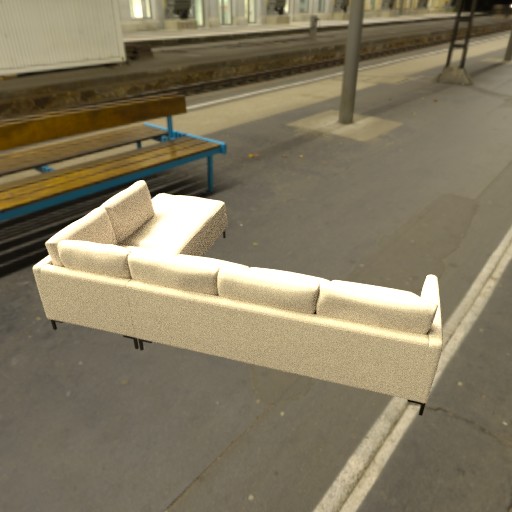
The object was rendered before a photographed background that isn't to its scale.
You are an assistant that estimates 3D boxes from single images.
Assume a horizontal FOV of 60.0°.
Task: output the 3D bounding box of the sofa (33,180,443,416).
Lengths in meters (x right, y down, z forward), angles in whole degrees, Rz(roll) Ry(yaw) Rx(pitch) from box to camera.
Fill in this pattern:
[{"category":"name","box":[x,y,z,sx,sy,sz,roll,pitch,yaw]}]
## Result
[{"category":"sofa","box":[0.000,0.000,3.852,2.949,0.815,2.007,9,31,15]}]
